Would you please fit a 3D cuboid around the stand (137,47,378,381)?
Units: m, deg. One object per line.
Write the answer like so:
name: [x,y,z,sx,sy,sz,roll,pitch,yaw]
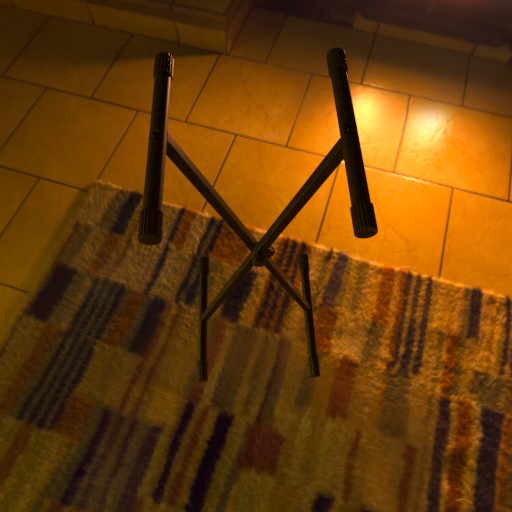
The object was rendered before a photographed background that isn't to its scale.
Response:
stand: [0.000,0.000,1.162,0.409,0.940,0.449,-2,63,-1]
